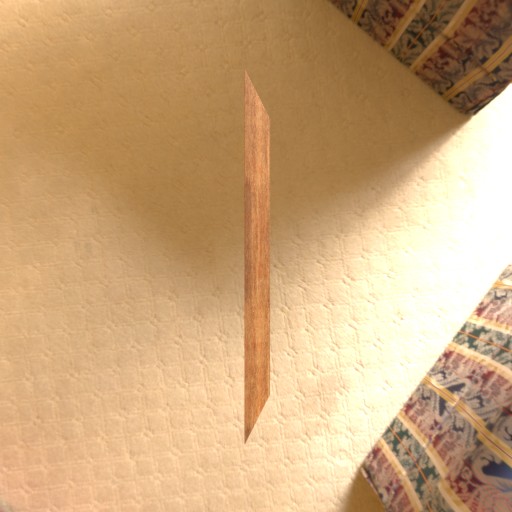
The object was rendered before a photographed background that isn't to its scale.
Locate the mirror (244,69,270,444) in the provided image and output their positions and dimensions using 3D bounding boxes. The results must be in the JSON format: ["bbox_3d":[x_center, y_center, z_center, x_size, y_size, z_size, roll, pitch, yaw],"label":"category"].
[{"bbox_3d":[0.000,0.000,1.272,0.047,1.010,0.651,0,90,0],"label":"mirror"}]
